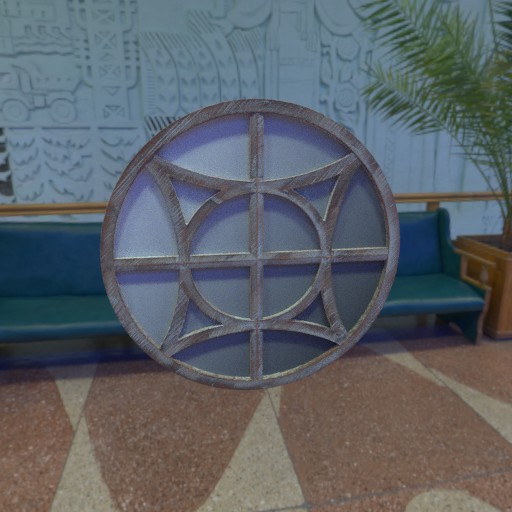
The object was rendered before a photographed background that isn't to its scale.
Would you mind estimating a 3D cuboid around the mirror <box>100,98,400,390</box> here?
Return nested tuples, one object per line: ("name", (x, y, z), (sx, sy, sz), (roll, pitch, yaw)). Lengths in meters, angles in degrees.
("mirror", (0.000, 0.000, 1.064), (0.710, 0.710, 0.038), (-2, 17, -8))
